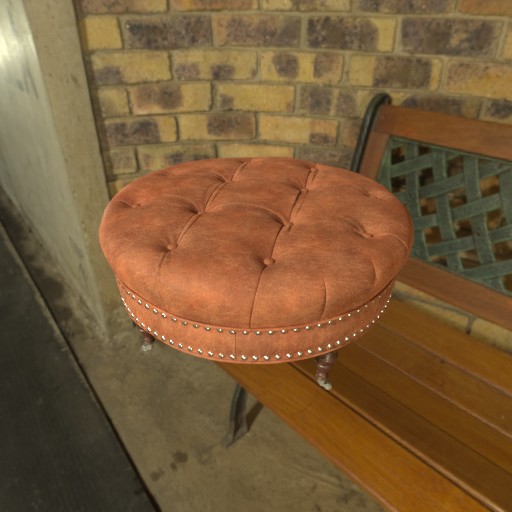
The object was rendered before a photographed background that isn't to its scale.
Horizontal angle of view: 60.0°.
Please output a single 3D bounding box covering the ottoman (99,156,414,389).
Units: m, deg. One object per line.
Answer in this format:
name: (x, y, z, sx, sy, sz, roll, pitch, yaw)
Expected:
ottoman: (0.000, 0.000, 1.399, 0.901, 0.444, 0.901, 0, 31, 0)
